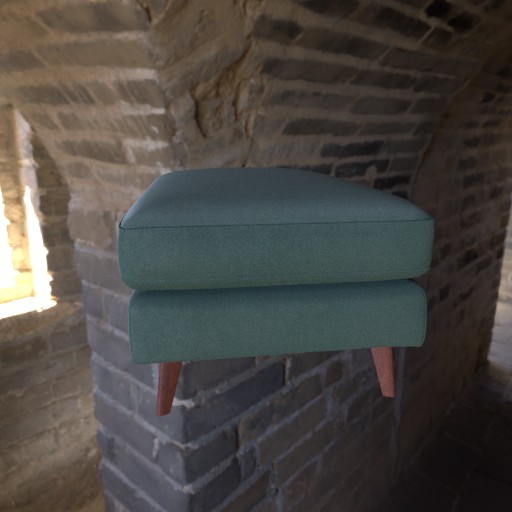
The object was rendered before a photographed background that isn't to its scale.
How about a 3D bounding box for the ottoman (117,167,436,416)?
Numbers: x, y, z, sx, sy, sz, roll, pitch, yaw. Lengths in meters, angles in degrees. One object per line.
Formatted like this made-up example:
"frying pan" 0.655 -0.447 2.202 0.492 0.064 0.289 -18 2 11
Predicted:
"ottoman" 0.000 0.000 1.193 0.608 0.449 0.811 -2 15 -8
